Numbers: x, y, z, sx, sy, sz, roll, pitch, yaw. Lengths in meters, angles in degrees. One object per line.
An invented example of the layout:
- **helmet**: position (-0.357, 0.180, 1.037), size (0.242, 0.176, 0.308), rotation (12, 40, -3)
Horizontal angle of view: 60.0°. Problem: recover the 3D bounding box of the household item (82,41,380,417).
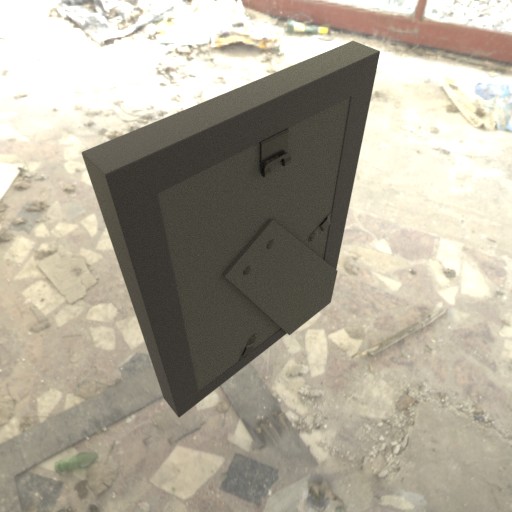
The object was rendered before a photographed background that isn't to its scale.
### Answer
- **household item**: position (0.000, 0.000, 0.231), size (0.133, 0.178, 0.022), rotation (-33, 55, -27)
